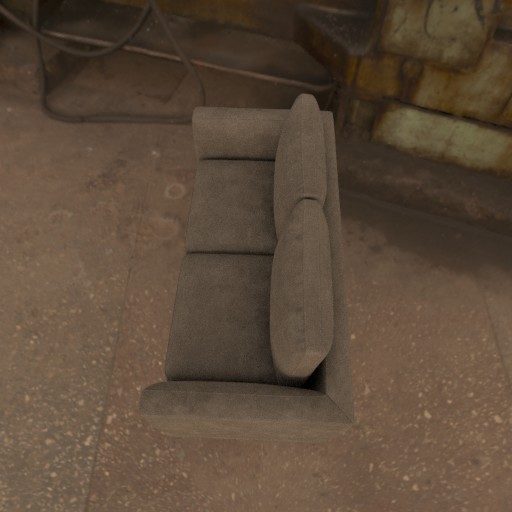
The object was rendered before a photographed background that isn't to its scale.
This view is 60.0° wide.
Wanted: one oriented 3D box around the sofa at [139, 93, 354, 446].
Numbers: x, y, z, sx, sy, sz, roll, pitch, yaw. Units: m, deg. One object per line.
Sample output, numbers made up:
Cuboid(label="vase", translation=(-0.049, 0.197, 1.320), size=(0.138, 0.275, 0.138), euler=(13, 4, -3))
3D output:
Cuboid(label="sofa", translation=(0.000, 0.000, 2.403), size=(0.855, 1.013, 1.832), euler=(2, 57, 1))
